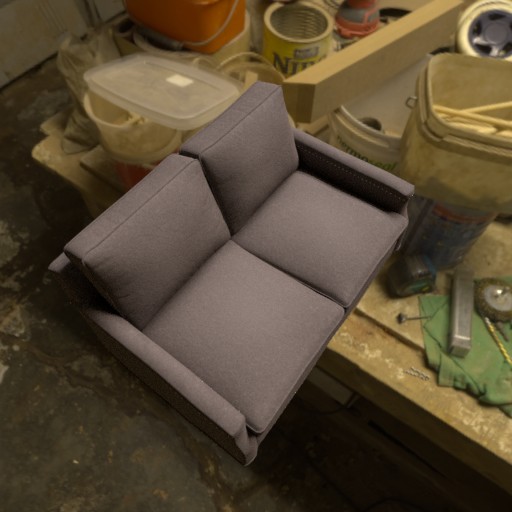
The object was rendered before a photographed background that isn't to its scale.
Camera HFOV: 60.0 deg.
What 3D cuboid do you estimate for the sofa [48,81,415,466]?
[{"bbox_3d":[0.000,0.000,2.289,1.084,1.003,1.597,32,63,19],"label":"sofa"}]
